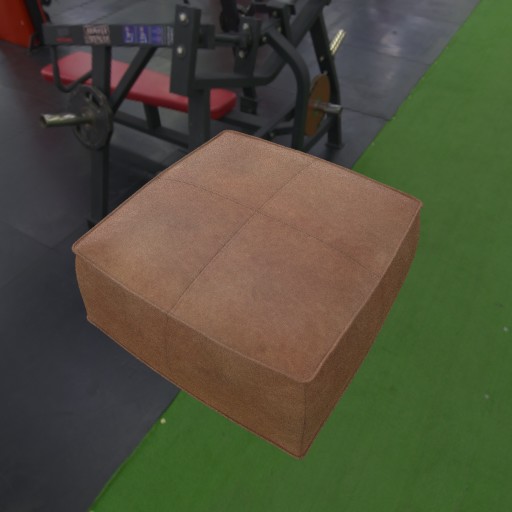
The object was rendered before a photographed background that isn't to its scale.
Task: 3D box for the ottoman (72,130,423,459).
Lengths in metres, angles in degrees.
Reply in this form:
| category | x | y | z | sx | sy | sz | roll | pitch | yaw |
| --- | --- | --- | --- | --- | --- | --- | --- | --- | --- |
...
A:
| category | x | y | z | sx | sy | sz | roll | pitch | yaw |
| --- | --- | --- | --- | --- | --- | --- | --- | --- | --- |
| ottoman | 0.000 | 0.000 | 1.485 | 0.902 | 0.395 | 0.901 | 26 | 52 | 22 |
